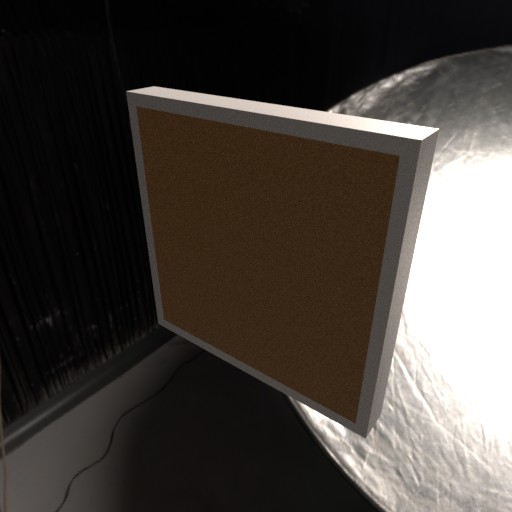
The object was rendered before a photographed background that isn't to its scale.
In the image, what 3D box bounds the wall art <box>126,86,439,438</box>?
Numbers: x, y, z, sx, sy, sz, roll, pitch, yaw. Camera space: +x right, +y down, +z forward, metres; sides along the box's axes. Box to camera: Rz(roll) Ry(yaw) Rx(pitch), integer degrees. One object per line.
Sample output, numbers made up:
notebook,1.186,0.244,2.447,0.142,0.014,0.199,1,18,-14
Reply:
wall art,0.000,0.000,0.463,0.305,0.302,0.038,21,36,31
